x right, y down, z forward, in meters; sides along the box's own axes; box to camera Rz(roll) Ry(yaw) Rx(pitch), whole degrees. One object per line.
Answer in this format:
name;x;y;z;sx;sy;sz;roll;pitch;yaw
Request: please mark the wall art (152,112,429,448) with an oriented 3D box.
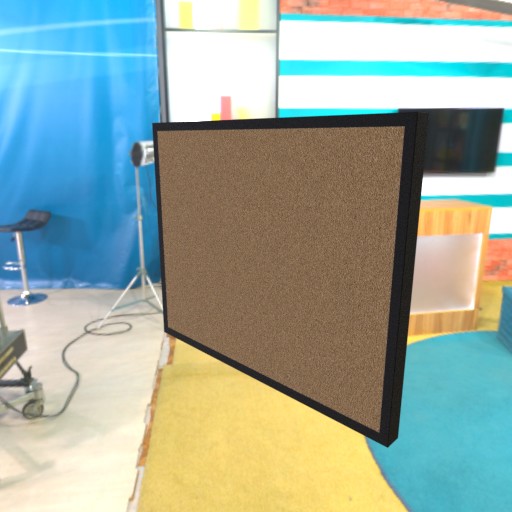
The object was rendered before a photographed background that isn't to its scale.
wall art;0.000;0.000;0.768;0.554;0.454;0.030;14;20;43
